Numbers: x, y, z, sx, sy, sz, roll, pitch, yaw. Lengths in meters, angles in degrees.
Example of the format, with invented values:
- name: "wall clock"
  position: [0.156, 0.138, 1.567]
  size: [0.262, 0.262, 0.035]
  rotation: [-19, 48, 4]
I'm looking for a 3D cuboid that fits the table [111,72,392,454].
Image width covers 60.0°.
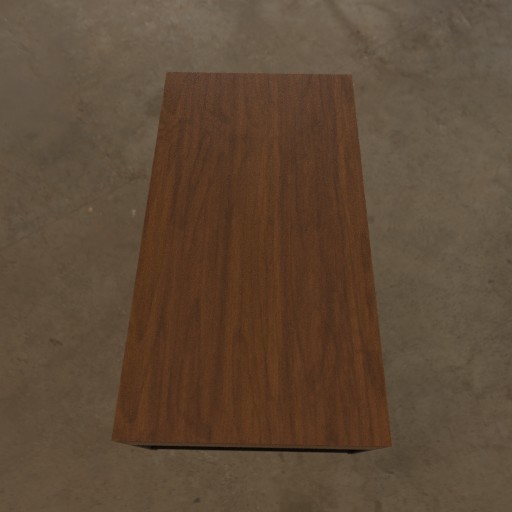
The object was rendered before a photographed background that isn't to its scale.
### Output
- name: "table"
  position: [0.000, 0.000, 1.323]
  size: [0.574, 0.414, 1.057]
  rotation: [1, 64, 0]
